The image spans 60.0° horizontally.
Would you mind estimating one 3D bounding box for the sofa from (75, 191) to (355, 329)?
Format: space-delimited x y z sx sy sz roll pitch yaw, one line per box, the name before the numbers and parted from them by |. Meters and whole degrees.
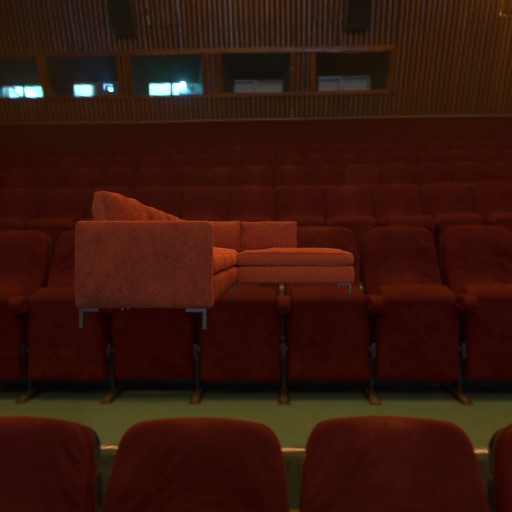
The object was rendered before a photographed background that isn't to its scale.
sofa | 0.000 0.000 3.674 1.879 0.757 2.736 0 0 1
